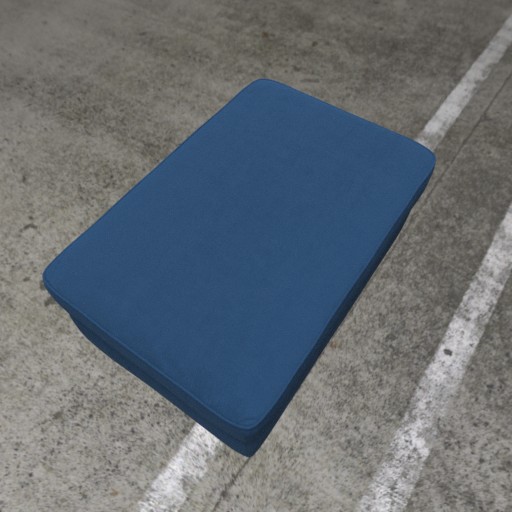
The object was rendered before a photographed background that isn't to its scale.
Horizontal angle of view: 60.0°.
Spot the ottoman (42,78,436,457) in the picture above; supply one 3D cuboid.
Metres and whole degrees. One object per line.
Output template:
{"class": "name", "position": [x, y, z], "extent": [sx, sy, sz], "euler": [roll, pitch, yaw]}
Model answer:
{"class": "ottoman", "position": [0.000, 0.000, 1.212], "extent": [0.583, 0.484, 0.862], "euler": [31, 63, 18]}
